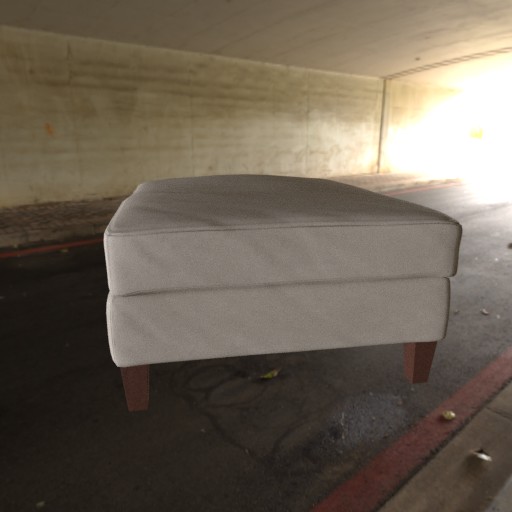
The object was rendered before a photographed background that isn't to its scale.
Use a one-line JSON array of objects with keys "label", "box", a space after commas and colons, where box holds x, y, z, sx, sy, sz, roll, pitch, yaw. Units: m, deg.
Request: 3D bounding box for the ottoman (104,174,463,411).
[{"label": "ottoman", "box": [0.000, 0.000, 1.474, 0.836, 0.492, 1.002, -3, 15, -10]}]
